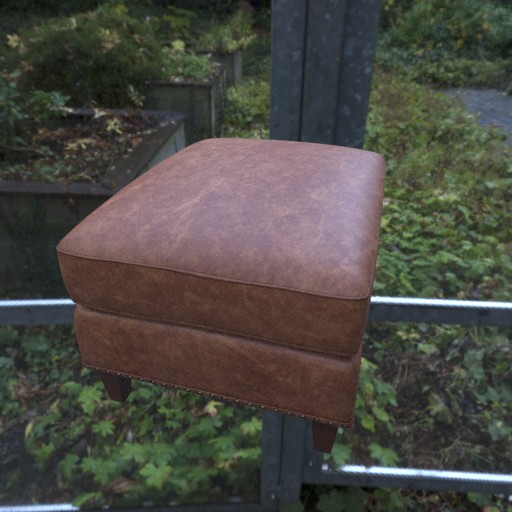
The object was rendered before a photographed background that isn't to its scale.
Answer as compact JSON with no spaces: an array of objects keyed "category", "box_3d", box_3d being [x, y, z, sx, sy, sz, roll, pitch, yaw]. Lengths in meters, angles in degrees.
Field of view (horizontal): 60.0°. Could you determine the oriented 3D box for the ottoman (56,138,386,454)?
[{"category":"ottoman","box_3d":[0.000,0.000,1.129,0.586,0.486,0.742,8,31,14]}]
